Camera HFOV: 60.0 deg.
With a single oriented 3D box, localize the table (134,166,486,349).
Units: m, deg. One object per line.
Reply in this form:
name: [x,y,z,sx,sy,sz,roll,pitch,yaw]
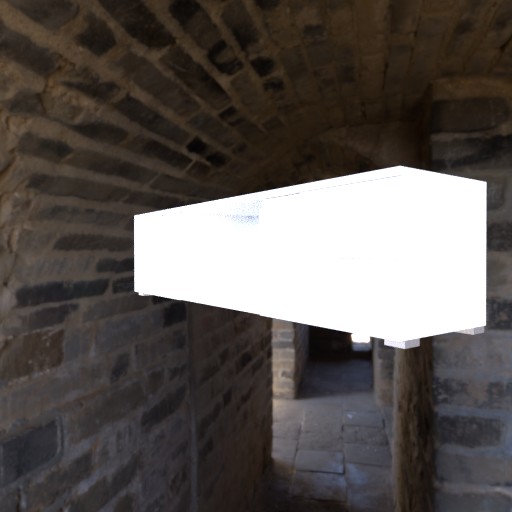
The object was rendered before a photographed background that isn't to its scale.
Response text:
table: [0.000,0.000,1.790,0.390,0.420,1.650,0,0,-36]
